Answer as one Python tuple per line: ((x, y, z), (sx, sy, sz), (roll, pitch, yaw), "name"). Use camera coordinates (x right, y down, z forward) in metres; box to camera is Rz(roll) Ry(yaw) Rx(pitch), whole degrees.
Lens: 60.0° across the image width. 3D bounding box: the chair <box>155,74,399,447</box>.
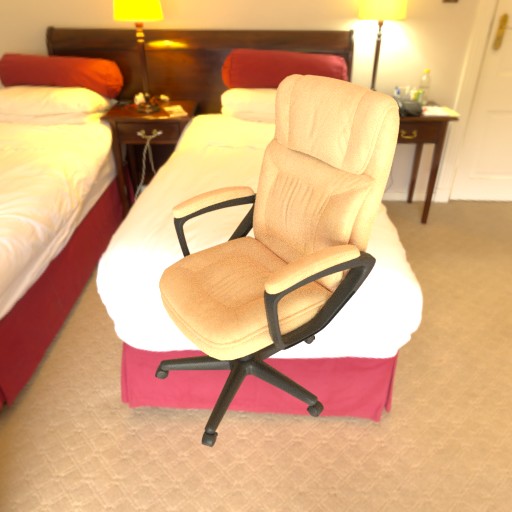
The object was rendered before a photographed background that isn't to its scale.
((0.000, 0.000, 1.547), (0.724, 1.105, 0.667), (-20, 37, -30), "chair")
